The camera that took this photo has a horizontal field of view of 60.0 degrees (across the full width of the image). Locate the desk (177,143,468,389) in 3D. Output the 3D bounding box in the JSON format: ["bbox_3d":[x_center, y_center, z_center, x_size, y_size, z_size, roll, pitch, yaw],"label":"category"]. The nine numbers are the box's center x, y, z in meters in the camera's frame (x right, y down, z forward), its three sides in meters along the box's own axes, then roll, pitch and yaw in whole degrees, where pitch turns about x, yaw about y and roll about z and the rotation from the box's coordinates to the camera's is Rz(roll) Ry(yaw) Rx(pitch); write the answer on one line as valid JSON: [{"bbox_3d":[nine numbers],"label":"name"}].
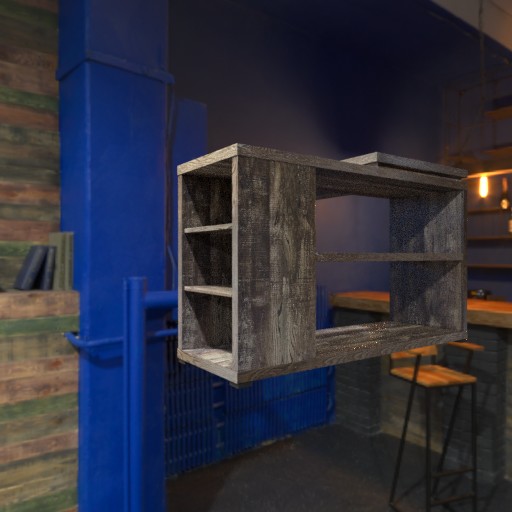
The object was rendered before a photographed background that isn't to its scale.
[{"bbox_3d":[0.000,0.000,2.225,1.200,0.753,1.524,0,0,-35],"label":"desk"}]
